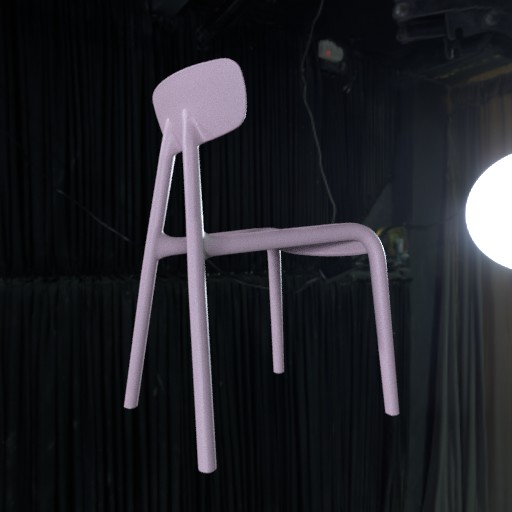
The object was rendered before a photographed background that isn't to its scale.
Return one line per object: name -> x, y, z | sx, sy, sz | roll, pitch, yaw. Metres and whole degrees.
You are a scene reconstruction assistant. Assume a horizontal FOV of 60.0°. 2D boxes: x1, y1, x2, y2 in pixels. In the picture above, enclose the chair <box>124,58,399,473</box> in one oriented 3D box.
chair -> 0.000, 0.000, 0.832 | 0.401, 0.580, 0.356 | -1, 1, -36
